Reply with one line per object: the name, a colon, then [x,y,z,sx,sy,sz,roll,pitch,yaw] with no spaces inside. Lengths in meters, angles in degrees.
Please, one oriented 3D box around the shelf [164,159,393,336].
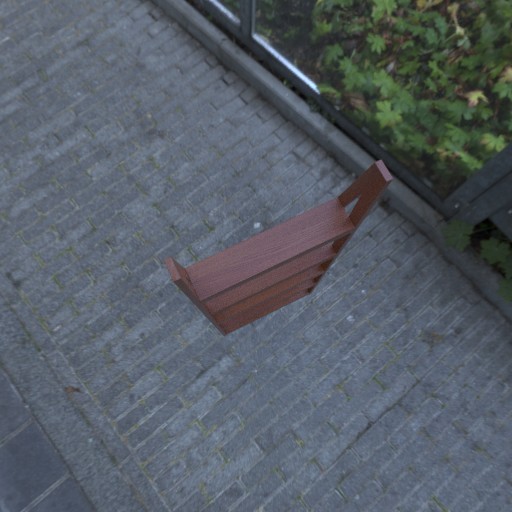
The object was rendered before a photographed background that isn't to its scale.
shelf: [0.000,0.000,2.023,0.630,1.780,0.356,-25,77,-6]
